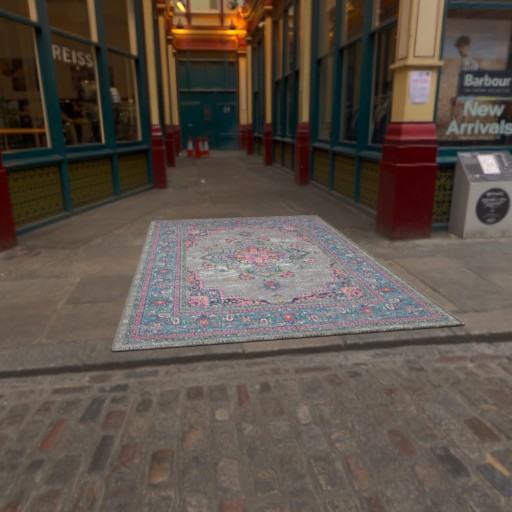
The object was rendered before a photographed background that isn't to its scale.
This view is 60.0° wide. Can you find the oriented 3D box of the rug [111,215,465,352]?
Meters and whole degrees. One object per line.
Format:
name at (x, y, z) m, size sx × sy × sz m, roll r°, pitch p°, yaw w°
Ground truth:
rug at (0.000, 0.000, 2.210) m, size 1.144 × 0.014 × 1.748 m, roll -3°, pitch 17°, yaw -8°
